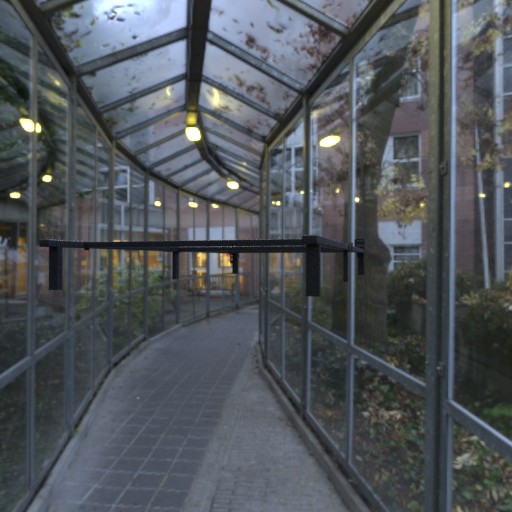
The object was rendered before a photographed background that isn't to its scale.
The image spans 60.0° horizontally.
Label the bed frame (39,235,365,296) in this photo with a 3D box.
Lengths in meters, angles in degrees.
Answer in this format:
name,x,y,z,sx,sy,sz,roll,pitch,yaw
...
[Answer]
name,x,y,z,sx,sy,sz,roll,pitch,yaw
bed frame,0.000,0.000,2.274,0.968,0.248,1.897,0,0,18
